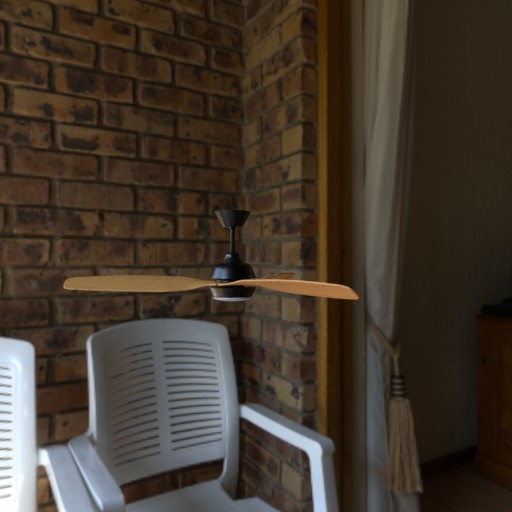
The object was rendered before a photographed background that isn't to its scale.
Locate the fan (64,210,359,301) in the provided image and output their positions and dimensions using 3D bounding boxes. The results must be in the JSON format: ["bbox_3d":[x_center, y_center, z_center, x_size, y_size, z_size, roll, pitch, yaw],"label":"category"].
[{"bbox_3d":[0.000,0.000,1.652,1.142,0.355,1.010,0,-1,-35],"label":"fan"}]
